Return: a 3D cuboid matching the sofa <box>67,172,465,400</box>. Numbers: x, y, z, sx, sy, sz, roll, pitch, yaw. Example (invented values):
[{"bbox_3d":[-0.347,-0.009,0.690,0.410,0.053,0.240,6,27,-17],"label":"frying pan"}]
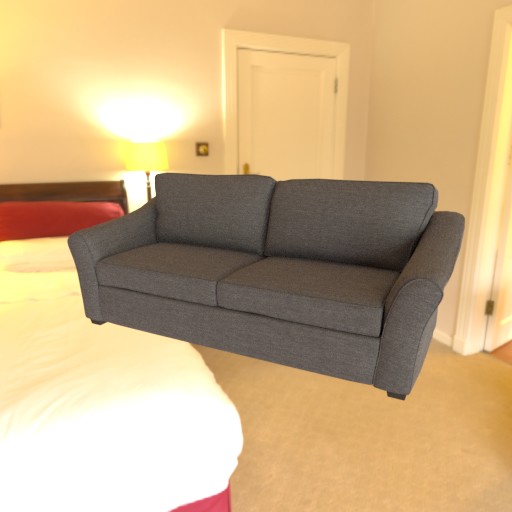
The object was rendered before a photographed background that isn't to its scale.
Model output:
[{"bbox_3d":[0.000,0.000,2.737,2.270,0.950,0.971,7,16,26],"label":"sofa"}]
